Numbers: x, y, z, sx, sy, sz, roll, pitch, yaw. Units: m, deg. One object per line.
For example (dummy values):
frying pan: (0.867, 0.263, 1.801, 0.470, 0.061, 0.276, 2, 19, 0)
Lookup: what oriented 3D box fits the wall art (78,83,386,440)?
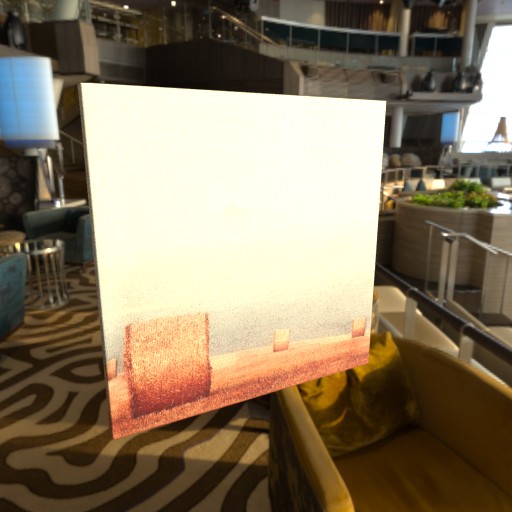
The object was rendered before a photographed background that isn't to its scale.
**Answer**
wall art: (0.000, 0.000, 0.878, 0.605, 0.605, 0.034, -8, 16, -28)
